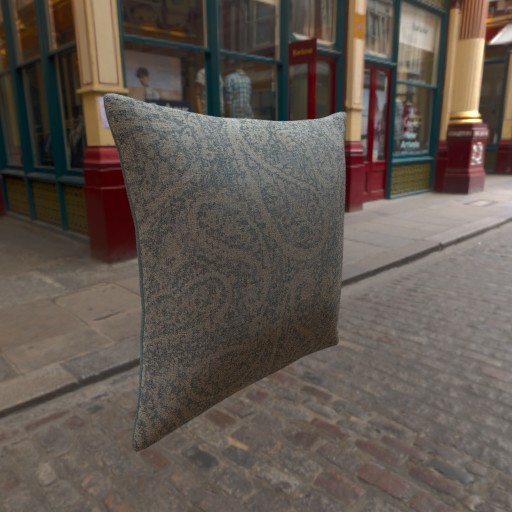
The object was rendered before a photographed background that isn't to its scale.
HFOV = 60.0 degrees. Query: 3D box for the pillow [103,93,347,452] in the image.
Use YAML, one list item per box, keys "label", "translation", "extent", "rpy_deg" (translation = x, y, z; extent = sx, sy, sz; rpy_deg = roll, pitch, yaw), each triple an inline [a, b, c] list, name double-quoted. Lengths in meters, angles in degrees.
- label: "pillow"
  translation: [0.000, 0.000, 0.780]
  extent: [0.166, 0.507, 0.526]
  rpy_deg: [14, 20, 43]
